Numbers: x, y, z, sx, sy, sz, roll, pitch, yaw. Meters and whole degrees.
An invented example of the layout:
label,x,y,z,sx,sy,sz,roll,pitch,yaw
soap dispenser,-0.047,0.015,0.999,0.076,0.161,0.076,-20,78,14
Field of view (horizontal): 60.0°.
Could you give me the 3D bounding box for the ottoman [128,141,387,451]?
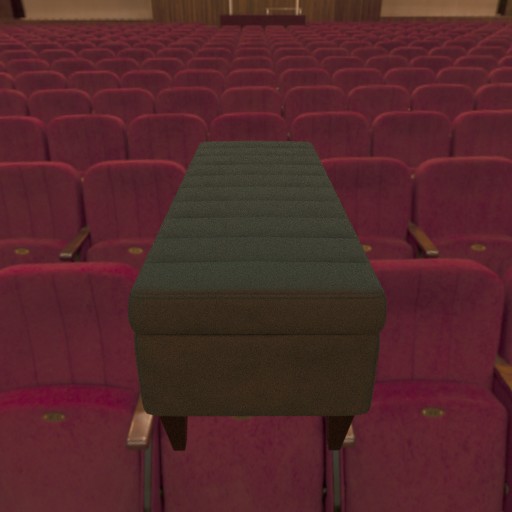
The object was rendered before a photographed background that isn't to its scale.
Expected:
label,x,y,z,sx,sy,sz,roll,pitch,yaw
ottoman,0.000,0.000,1.382,0.482,0.469,1.151,0,27,0
